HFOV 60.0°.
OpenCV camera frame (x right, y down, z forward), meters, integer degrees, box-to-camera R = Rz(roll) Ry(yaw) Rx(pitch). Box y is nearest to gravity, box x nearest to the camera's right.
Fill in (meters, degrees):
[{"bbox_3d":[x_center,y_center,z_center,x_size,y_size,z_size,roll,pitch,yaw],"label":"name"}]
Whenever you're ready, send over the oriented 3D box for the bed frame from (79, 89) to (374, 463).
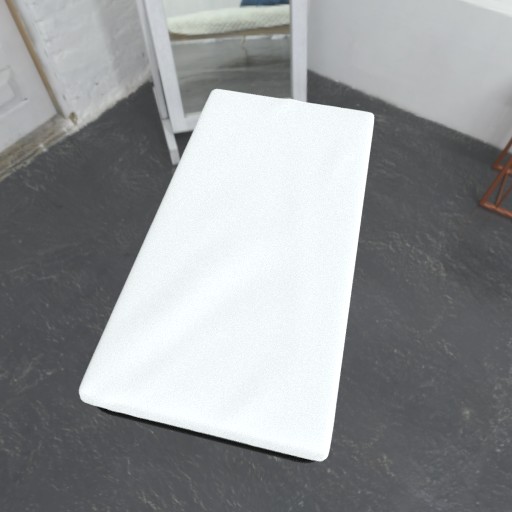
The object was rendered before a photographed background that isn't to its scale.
[{"bbox_3d":[0.000,0.000,2.347,0.989,0.619,1.903,11,58,7],"label":"bed frame"}]
